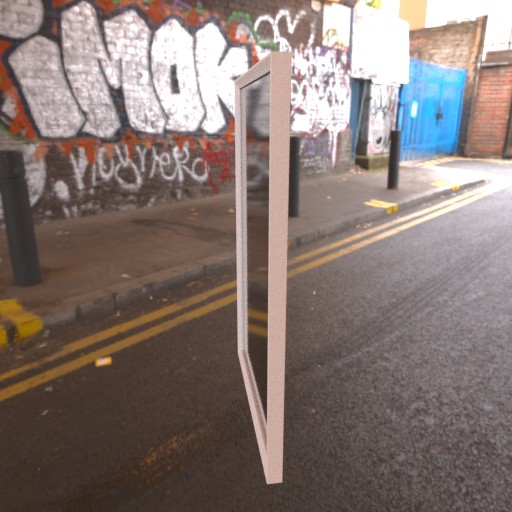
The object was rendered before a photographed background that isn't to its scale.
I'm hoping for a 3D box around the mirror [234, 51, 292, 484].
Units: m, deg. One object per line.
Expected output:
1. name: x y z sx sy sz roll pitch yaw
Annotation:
1. mirror: 0.000 0.000 1.179 0.041 0.915 0.609 -3 17 -8
